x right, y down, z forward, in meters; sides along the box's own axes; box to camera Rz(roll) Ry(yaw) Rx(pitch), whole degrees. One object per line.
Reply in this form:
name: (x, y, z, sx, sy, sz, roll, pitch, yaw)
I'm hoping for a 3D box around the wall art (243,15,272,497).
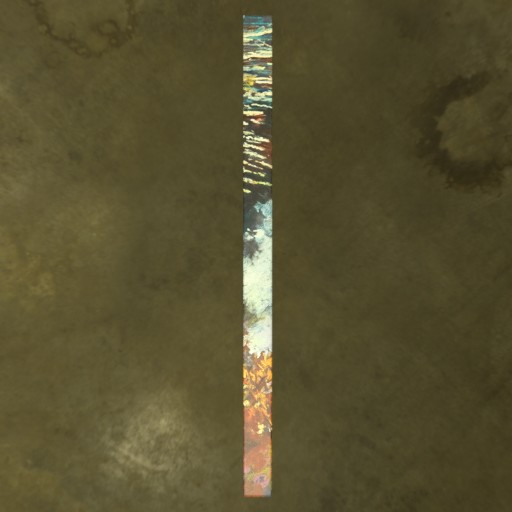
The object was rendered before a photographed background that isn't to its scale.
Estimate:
wall art: (0.000, 0.000, 0.764, 0.037, 0.406, 0.610, 0, 90, -1)
